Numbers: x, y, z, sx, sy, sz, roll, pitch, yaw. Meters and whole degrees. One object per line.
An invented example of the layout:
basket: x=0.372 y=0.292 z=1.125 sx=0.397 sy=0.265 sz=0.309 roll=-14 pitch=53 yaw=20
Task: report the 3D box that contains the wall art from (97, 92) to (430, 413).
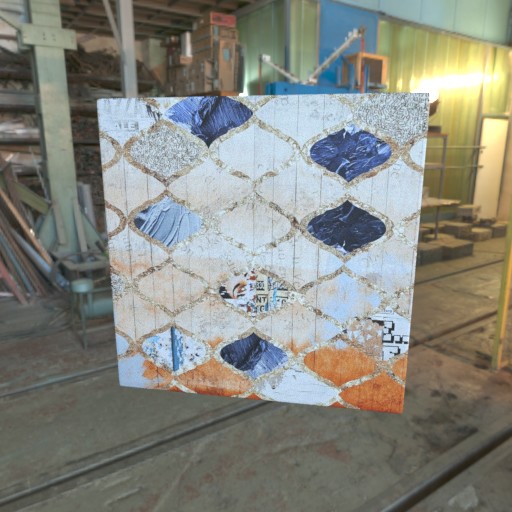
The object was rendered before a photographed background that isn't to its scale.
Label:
wall art: x=0.000 y=0.000 z=0.449 sx=0.303 sy=0.304 sz=0.036 roll=2 pitch=14 yaw=10
